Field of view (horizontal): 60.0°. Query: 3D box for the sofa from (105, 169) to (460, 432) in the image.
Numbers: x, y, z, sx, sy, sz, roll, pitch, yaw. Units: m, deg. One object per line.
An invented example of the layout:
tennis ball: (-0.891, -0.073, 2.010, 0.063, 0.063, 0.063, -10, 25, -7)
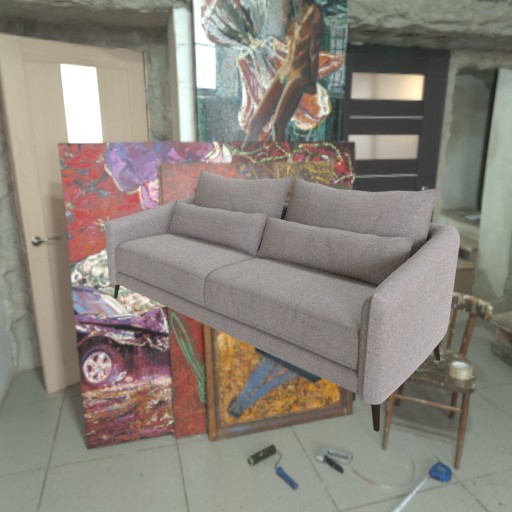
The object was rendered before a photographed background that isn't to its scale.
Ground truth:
sofa: (0.000, 0.000, 2.458, 2.022, 0.833, 0.809, 15, 21, 43)
